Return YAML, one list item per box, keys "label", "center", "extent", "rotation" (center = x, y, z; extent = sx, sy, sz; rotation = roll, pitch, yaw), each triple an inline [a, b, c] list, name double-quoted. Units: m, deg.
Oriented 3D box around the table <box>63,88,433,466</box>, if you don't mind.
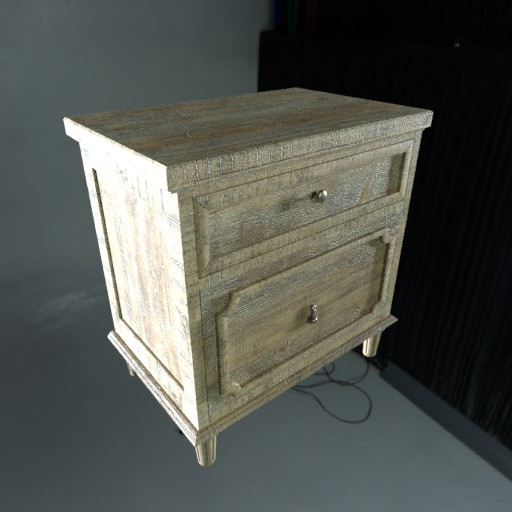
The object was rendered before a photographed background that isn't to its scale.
- label: "table"
  center: [0.000, 0.000, 1.141]
  extent: [0.686, 0.711, 0.457]
  rotation: [-21, 35, -33]
